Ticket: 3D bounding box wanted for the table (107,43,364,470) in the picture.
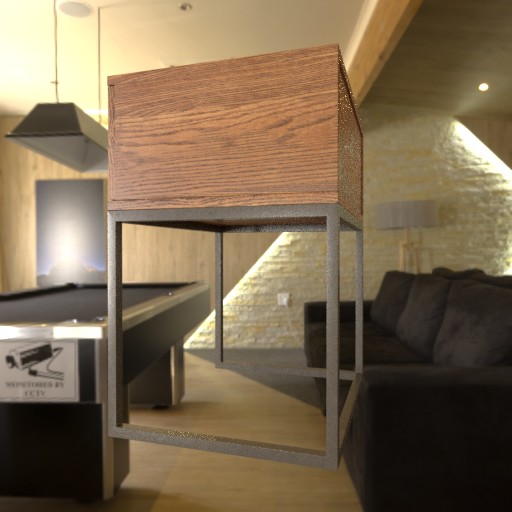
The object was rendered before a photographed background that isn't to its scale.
[{"bbox_3d":[0.000,0.000,0.922,0.400,0.610,0.482,0,1,18],"label":"table"}]
